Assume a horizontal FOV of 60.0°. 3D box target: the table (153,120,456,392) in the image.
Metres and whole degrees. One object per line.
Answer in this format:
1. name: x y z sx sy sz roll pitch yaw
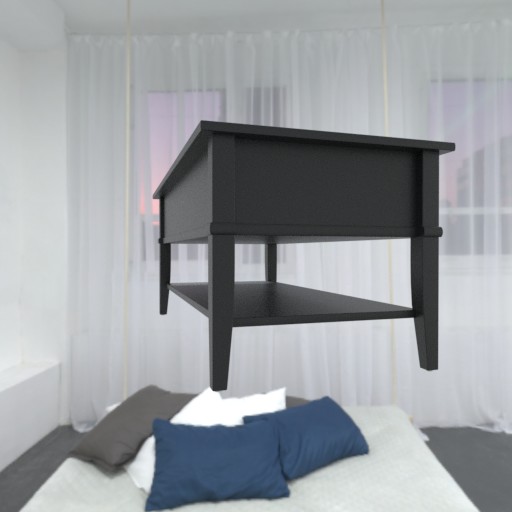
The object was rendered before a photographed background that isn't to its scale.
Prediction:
1. table: 0.000 0.000 1.323 0.523 0.470 1.044 0 1 -17
